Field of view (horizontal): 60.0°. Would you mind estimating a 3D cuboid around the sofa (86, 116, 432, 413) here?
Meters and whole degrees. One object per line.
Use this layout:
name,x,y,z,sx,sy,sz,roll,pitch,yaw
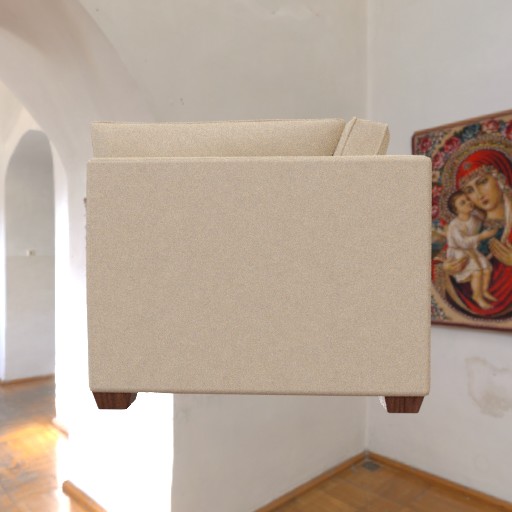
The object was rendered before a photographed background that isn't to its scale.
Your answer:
sofa,0.000,0.000,1.942,1.146,1.002,1.084,0,1,2
